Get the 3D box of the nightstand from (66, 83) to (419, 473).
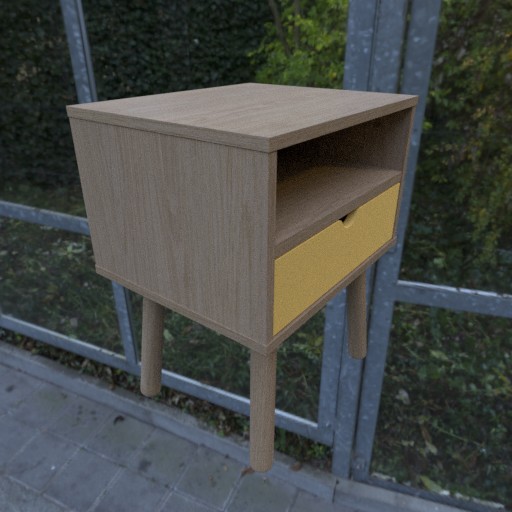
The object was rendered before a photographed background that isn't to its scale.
[{"bbox_3d":[0.000,0.000,0.855,0.380,0.571,0.450,19,32,33],"label":"nightstand"}]
